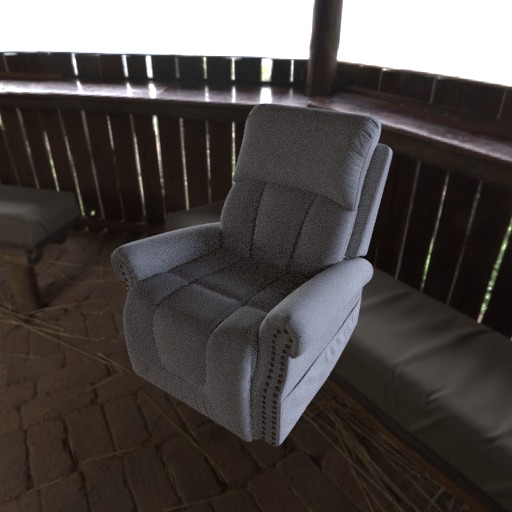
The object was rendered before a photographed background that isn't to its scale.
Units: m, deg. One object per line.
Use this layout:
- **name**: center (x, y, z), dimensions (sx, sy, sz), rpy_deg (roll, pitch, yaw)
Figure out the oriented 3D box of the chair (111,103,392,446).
- **chair**: center (0.000, 0.000, 1.790), dimensions (0.871, 1.031, 0.979), rpy_deg (19, 34, 30)
